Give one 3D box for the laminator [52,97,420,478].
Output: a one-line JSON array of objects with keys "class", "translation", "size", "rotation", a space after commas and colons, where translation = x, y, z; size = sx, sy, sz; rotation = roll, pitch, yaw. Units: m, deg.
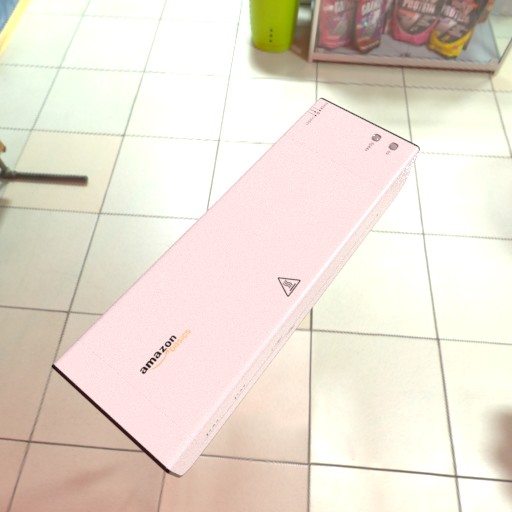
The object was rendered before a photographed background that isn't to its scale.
[{"class": "laminator", "translation": [0.000, 0.000, 0.385], "size": [0.123, 0.062, 0.340], "rotation": [34, 66, 18]}]
